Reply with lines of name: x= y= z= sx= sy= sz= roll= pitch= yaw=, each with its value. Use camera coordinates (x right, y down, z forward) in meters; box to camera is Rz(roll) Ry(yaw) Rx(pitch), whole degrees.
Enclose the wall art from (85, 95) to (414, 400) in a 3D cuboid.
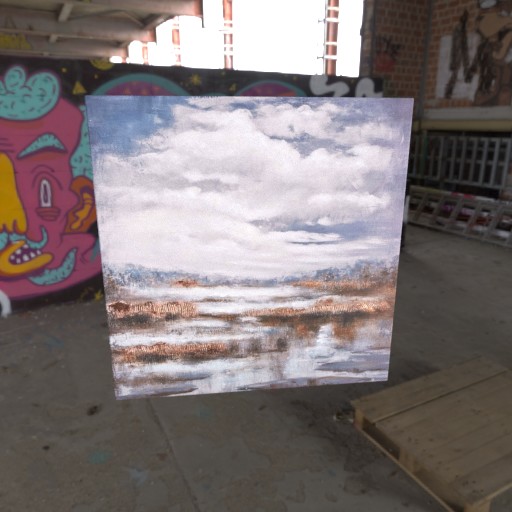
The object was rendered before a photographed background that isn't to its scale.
wall art: x=0.000 y=0.000 z=1.327 sx=0.888 sy=0.897 sz=0.035 roll=-2 pitch=16 yaw=-7
